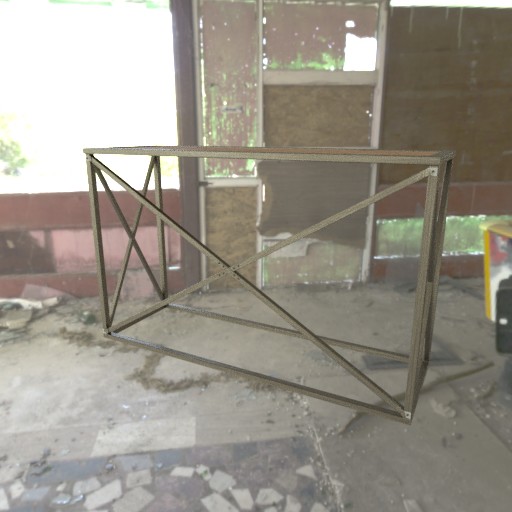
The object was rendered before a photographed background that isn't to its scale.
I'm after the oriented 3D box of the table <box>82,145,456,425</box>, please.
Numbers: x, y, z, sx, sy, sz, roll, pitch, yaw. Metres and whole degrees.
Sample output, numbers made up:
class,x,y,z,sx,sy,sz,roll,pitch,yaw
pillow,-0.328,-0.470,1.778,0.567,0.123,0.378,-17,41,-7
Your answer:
class,x,y,z,sx,sy,sz,roll,pitch,yaw
table,0.000,0.000,1.606,1.216,0.753,0.402,8,18,27
